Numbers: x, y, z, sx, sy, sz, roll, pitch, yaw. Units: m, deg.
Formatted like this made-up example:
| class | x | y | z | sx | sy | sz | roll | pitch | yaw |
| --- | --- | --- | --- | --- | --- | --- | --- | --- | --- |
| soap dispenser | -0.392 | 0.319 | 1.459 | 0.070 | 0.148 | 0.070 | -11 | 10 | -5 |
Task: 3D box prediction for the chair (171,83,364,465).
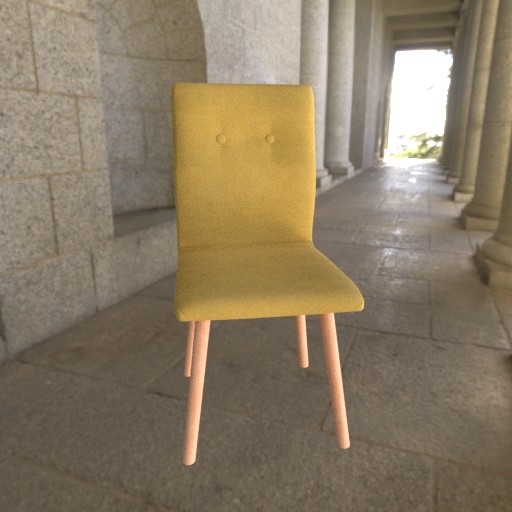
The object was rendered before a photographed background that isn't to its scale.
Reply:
| class | x | y | z | sx | sy | sz | roll | pitch | yaw |
| --- | --- | --- | --- | --- | --- | --- | --- | --- | --- |
| chair | 0.000 | 0.000 | 1.257 | 0.450 | 0.965 | 0.550 | -2 | 16 | -8 |
